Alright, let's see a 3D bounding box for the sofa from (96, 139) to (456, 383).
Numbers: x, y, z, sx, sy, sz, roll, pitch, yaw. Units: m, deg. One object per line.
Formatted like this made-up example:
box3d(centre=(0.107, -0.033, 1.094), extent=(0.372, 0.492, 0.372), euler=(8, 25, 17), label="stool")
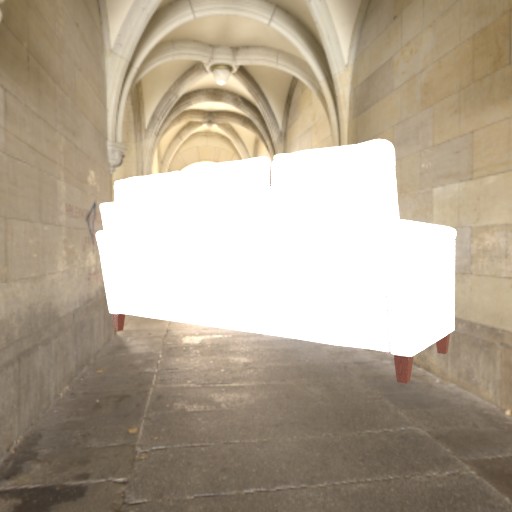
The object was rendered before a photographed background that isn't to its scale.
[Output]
box3d(centre=(0.000, 0.000, 2.473), extent=(1.925, 0.961, 0.828), euler=(1, 1, 37), label="sofa")
